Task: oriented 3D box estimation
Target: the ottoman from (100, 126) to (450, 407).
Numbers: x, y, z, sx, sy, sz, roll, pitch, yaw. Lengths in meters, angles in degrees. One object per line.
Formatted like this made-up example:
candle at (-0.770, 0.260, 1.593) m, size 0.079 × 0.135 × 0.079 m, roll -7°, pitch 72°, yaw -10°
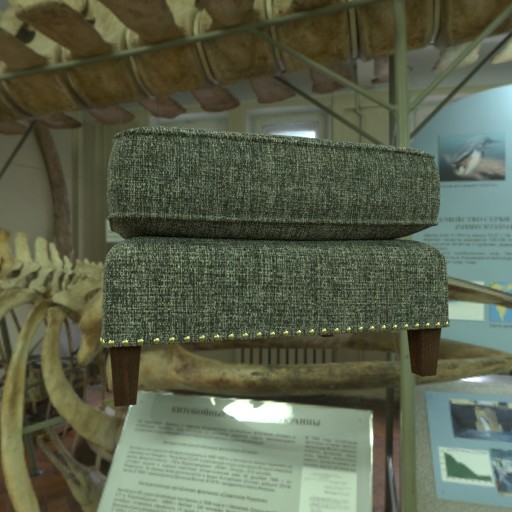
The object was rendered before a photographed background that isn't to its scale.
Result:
ottoman at (0.000, 0.000, 1.136) m, size 0.738 × 0.537 × 0.589 m, roll 0°, pitch 0°, yaw -17°
